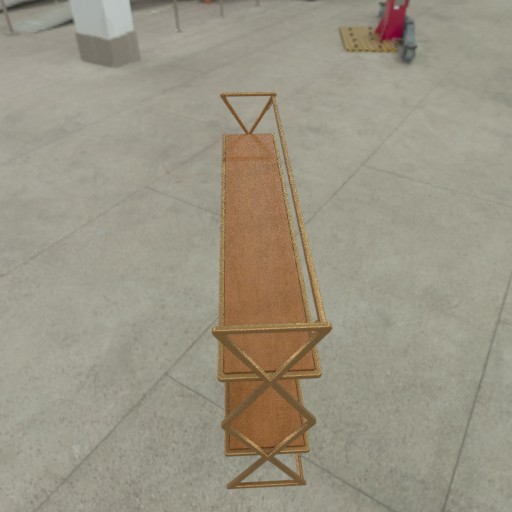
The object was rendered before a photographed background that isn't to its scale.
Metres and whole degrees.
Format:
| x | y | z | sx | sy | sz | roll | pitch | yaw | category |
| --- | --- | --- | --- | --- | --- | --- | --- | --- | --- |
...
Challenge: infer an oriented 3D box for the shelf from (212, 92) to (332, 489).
| x | y | z | sx | sy | sz | roll | pitch | yaw | category |
| --- | --- | --- | --- | --- | --- | --- | --- | --- | --- |
| 0.000 | 0.000 | 1.005 | 0.150 | 0.450 | 0.822 | -2 | 40 | -2 | shelf |
